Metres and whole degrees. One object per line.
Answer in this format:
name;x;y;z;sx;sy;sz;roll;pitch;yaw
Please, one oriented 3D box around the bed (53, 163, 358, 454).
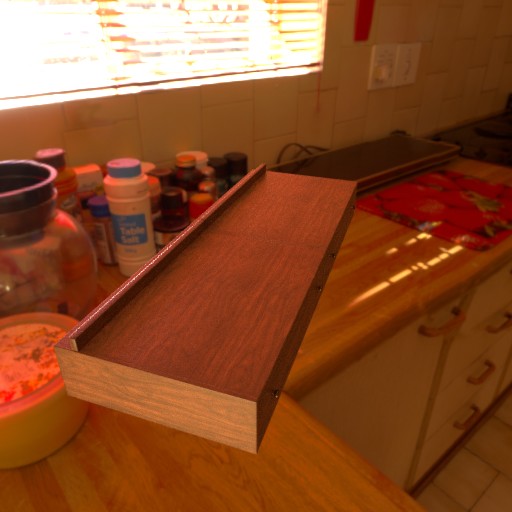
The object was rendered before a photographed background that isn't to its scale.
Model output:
bed;0.000;0.000;2.348;0.787;0.326;2.057;10;31;17
